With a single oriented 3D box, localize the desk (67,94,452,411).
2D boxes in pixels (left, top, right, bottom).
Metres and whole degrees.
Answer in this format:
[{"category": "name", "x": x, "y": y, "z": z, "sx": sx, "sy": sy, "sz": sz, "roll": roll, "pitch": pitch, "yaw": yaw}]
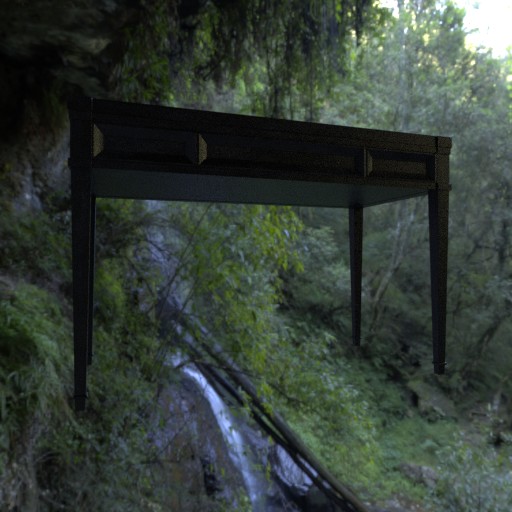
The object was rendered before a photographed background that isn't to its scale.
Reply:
[{"category": "desk", "x": 0.000, "y": 0.000, "z": 1.695, "sx": 1.289, "sy": 0.861, "sz": 0.630, "roll": 0, "pitch": -1, "yaw": -19}]
